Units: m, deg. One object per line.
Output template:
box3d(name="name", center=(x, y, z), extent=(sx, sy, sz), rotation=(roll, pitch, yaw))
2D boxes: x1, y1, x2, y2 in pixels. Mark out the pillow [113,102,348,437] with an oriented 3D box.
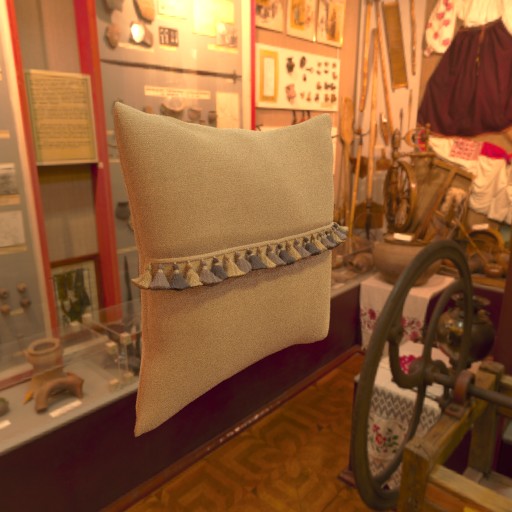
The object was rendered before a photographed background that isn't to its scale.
box3d(name="pillow", center=(0.000, 0.000, 0.762), extent=(0.165, 0.481, 0.489), rotation=(14, 21, 42))
